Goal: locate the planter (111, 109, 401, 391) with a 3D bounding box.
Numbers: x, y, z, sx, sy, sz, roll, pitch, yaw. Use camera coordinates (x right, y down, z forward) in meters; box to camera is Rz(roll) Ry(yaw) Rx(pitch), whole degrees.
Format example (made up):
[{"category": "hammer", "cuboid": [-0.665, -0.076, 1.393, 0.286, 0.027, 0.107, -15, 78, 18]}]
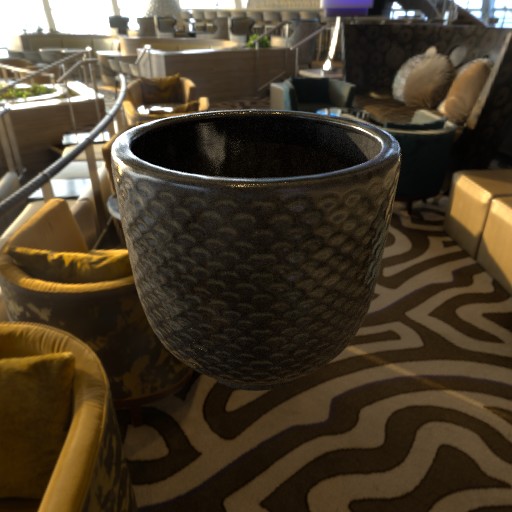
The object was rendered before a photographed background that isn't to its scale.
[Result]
[{"category": "planter", "cuboid": [0.000, 0.000, 0.354, 0.197, 0.191, 0.197, 0, 29, 0]}]
